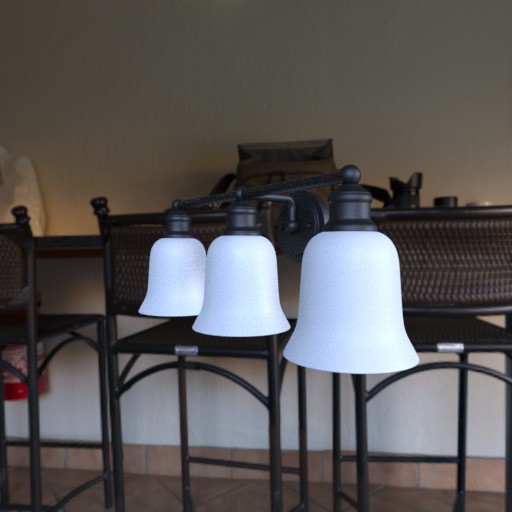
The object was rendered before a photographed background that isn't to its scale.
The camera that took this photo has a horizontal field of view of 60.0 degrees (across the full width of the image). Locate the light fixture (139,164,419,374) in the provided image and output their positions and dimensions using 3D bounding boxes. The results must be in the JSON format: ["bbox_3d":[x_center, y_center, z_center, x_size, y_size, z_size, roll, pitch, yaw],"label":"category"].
[{"bbox_3d":[0.000,0.000,0.673,0.198,0.211,0.570,-1,1,-36],"label":"light fixture"}]
